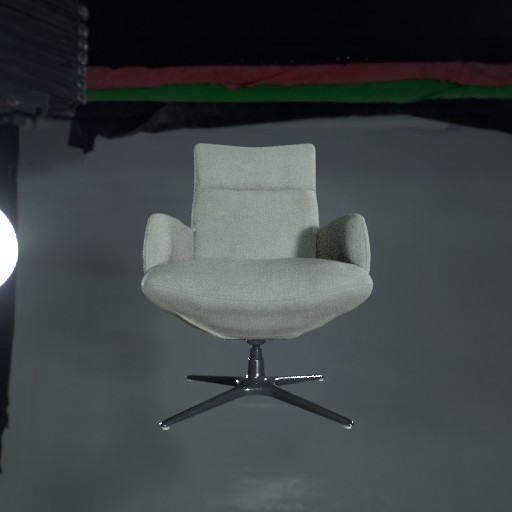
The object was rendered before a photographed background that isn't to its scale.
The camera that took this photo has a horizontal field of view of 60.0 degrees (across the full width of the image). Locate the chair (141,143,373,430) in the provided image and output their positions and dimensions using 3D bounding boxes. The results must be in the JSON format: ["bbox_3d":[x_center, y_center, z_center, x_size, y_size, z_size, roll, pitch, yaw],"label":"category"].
[{"bbox_3d":[0.000,0.000,1.607,0.711,1.016,0.889,0,-1,-1],"label":"chair"}]
